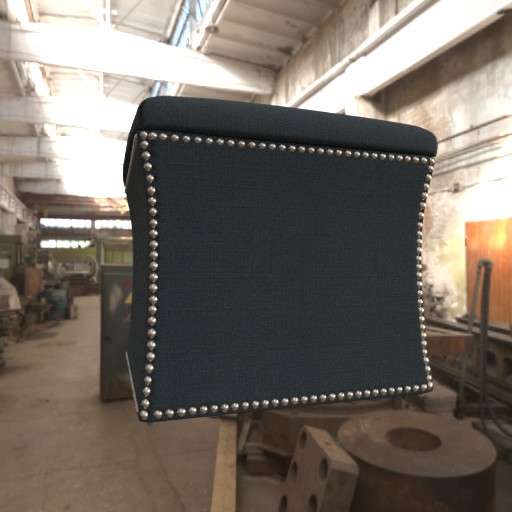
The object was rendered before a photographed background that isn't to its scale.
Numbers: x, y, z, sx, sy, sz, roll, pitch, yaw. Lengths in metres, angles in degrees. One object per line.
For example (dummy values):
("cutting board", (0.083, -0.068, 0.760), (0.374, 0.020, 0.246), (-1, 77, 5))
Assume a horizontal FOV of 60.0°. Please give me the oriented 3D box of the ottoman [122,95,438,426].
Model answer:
("ottoman", (0.000, 0.000, 0.883), (0.507, 0.475, 0.497), (1, -2, -18))
